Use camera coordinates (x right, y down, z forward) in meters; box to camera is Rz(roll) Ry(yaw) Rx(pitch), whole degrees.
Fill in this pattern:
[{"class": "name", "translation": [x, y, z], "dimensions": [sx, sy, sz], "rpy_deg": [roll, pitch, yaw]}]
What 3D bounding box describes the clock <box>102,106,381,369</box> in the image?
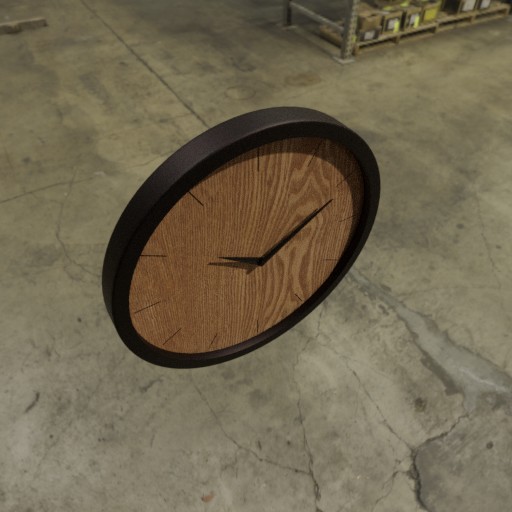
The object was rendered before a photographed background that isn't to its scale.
[{"class": "clock", "translation": [0.000, 0.000, 0.466], "dimensions": [0.314, 0.314, 0.029], "rpy_deg": [-24, 51, -21]}]
